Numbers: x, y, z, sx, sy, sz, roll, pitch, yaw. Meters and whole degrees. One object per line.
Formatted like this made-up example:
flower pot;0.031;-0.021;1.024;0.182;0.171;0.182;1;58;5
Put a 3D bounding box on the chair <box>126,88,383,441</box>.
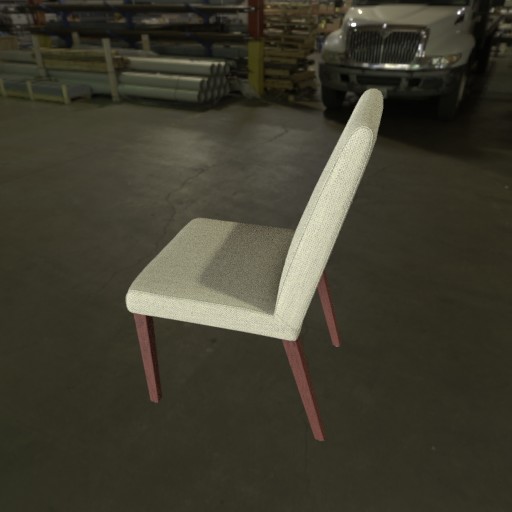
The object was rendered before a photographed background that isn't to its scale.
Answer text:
chair;0.000;0.000;1.280;0.594;0.900;0.480;8;31;14
